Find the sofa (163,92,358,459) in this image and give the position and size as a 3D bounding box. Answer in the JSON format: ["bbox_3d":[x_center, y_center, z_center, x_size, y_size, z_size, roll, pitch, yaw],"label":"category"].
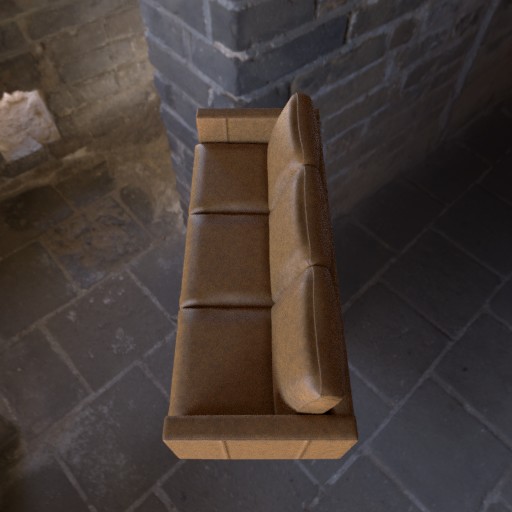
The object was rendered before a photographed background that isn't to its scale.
[{"bbox_3d":[0.000,0.000,2.745,0.903,0.930,2.231,0,57,0],"label":"sofa"}]
